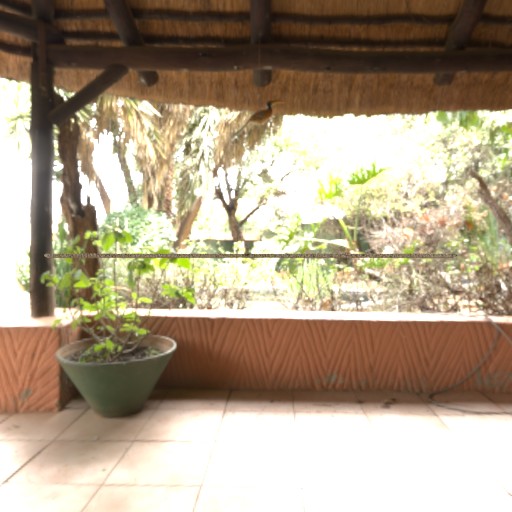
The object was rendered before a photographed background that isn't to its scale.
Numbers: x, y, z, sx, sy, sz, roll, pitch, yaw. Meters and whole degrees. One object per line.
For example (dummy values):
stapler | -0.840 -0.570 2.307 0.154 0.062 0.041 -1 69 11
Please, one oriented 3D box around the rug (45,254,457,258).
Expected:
rug | 0.000 0.000 4.040 2.399 0.026 3.000 0 0 2
